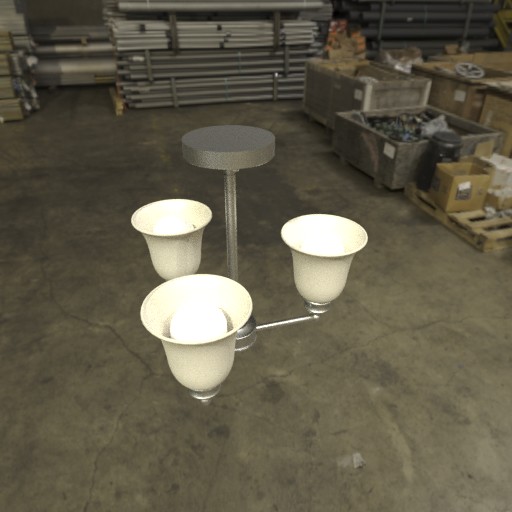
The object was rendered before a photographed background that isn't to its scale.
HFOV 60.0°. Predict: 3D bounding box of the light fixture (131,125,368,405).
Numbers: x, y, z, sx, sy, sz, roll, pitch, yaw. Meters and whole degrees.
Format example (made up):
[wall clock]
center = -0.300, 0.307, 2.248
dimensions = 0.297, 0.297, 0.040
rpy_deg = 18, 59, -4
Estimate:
[light fixture]
center = 0.000, 0.000, 0.677
dimensions = 0.354, 0.370, 0.388
rpy_deg = -8, 32, -14
